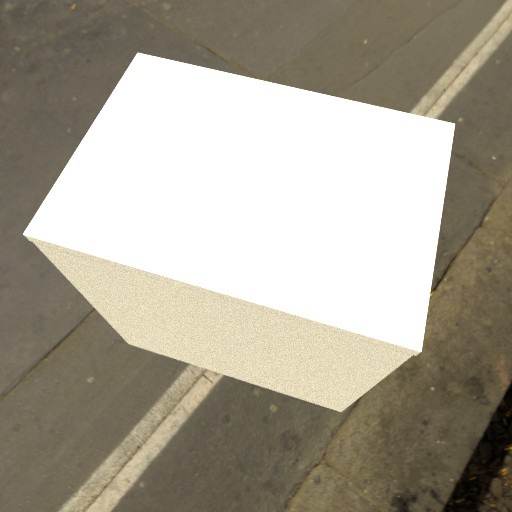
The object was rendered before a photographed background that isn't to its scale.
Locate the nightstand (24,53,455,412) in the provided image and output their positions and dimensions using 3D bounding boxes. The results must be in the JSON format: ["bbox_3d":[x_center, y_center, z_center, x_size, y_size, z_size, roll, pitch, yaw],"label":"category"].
[{"bbox_3d":[0.000,0.000,0.739,0.441,0.460,0.325,16,64,8],"label":"nightstand"}]
